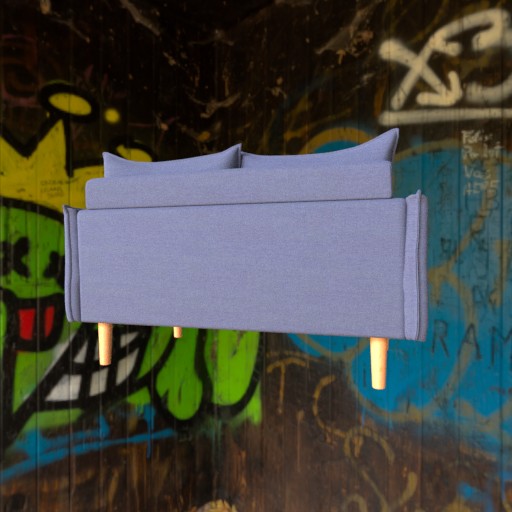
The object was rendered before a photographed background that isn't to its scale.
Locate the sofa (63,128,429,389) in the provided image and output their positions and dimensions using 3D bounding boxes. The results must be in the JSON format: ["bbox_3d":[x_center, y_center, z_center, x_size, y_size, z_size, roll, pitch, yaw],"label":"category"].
[{"bbox_3d":[0.000,0.000,1.854,1.300,0.840,0.820,0,0,18],"label":"sofa"}]
